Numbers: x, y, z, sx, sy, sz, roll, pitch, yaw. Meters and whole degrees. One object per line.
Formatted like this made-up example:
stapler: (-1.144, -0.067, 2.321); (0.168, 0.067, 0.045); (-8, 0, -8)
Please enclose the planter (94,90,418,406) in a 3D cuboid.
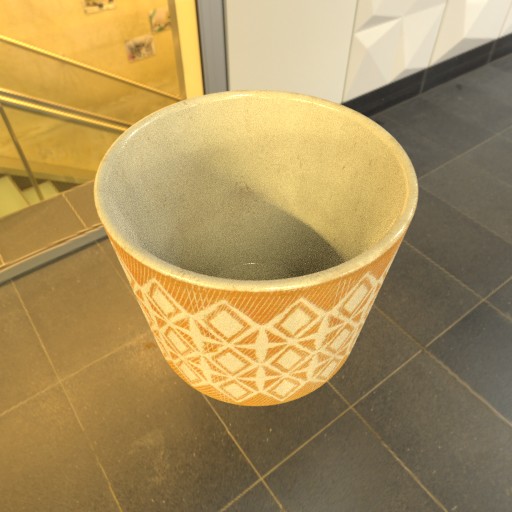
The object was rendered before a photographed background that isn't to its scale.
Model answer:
planter: (0.000, 0.000, 0.331); (0.193, 0.165, 0.193); (0, 47, 0)
